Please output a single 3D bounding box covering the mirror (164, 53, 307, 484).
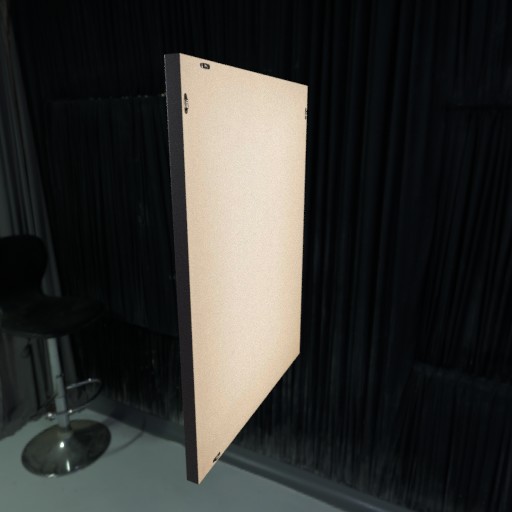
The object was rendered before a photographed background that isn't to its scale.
[{"bbox_3d":[0.000,0.000,1.332,0.041,1.016,0.762,7,18,24],"label":"mirror"}]
